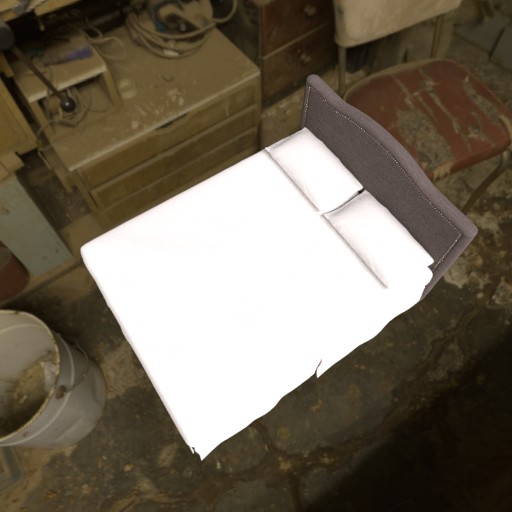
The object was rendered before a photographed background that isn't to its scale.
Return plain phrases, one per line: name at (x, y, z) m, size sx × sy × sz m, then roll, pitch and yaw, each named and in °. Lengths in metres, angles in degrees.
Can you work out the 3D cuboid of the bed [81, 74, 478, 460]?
bed at (0.000, 0.000, 3.932) m, size 2.689 × 1.457 × 2.161 m, roll -31°, pitch 67°, yaw -15°
